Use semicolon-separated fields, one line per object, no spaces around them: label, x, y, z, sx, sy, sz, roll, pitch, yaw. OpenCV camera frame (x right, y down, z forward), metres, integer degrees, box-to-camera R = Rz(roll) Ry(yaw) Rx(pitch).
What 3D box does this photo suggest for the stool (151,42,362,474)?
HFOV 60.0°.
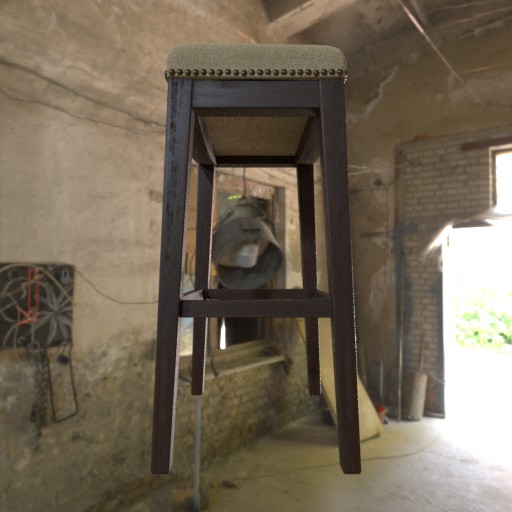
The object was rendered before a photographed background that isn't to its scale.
stool;0.000;0.000;1.026;0.363;0.768;0.509;0;-2;0
